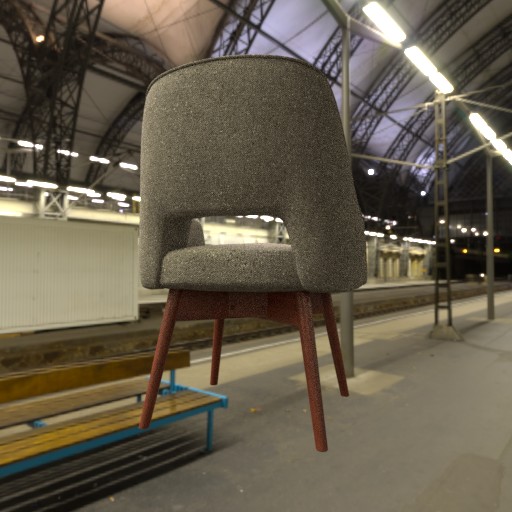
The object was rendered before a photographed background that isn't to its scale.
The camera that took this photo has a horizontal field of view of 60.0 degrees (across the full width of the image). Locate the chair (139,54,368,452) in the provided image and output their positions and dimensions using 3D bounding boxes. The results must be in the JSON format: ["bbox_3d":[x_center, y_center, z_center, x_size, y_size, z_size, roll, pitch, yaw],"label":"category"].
[{"bbox_3d":[0.000,0.000,1.272,0.608,0.875,0.629,-1,-2,18],"label":"chair"}]
